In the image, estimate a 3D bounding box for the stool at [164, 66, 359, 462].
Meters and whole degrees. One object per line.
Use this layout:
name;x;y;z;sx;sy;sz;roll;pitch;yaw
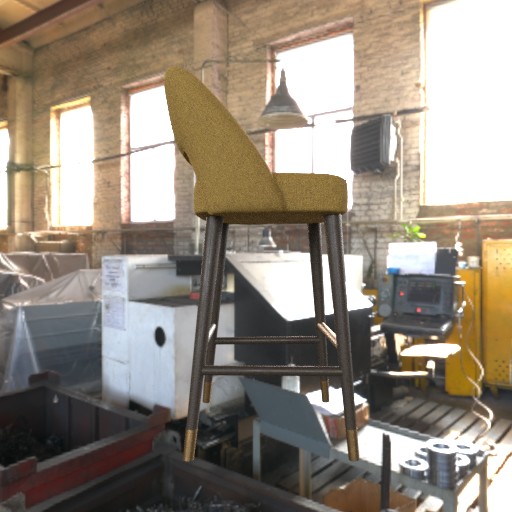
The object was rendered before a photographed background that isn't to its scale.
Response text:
stool;0.000;0.000;1.338;0.522;1.032;0.536;0;1;0
